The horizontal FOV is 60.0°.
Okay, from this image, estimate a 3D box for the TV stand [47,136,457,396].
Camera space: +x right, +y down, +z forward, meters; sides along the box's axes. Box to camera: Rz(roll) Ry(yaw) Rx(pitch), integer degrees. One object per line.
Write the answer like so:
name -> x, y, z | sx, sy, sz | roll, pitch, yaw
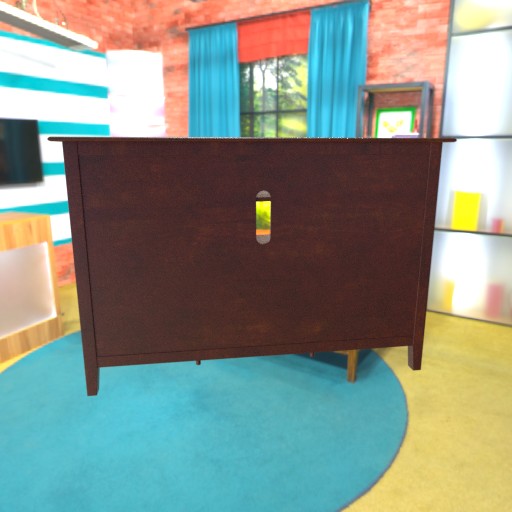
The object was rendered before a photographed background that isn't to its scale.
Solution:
TV stand -> 0.000, 0.000, 1.787 | 1.372, 0.915, 0.445 | -2, 14, -8
